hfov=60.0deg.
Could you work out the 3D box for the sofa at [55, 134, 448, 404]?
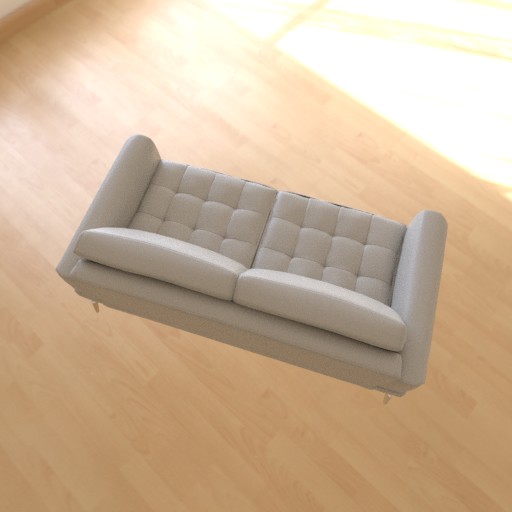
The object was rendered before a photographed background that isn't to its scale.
[{"bbox_3d":[0.000,0.000,2.761,2.177,0.930,1.121,16,67,7],"label":"sofa"}]
